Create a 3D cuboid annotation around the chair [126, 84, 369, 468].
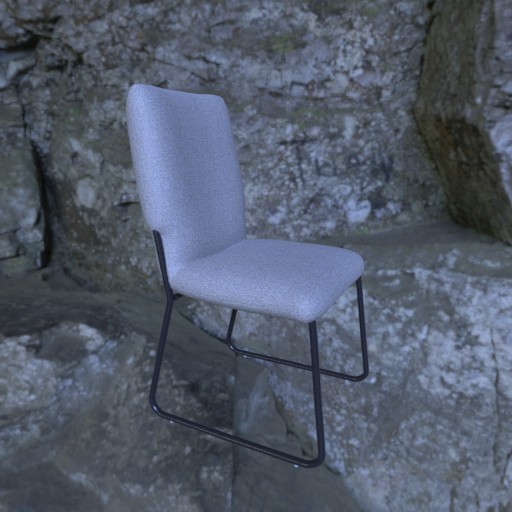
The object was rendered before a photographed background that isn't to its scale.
[{"bbox_3d":[0.000,0.000,1.198,0.560,0.864,0.448,7,17,26],"label":"chair"}]
